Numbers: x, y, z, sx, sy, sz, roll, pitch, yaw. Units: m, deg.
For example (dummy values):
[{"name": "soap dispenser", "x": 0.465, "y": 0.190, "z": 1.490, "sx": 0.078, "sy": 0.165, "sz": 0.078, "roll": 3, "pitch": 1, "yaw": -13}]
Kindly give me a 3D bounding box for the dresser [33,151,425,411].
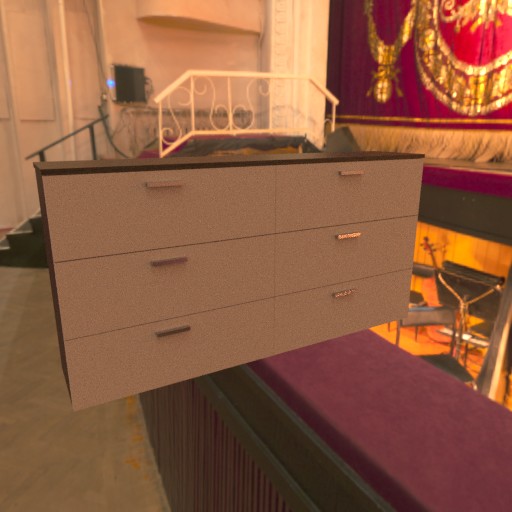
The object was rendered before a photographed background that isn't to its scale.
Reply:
[{"name": "dresser", "x": 0.000, "y": 0.000, "z": 1.822, "sx": 1.535, "sy": 0.790, "sz": 0.333, "roll": -9, "pitch": 18, "yaw": -28}]
